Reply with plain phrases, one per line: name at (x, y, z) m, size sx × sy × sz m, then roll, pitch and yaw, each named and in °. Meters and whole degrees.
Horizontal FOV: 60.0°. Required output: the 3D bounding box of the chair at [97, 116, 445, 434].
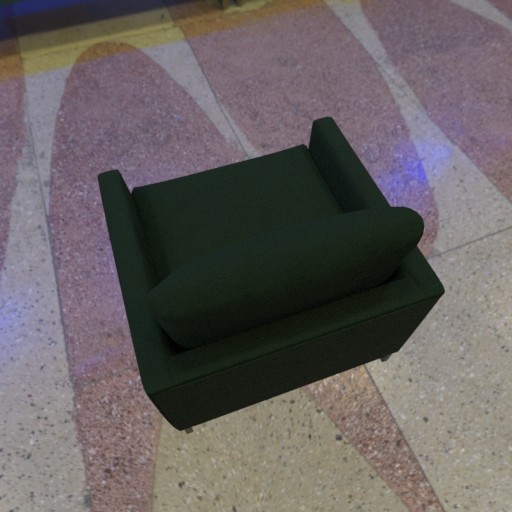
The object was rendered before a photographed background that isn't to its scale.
chair at (0.000, 0.000, 1.638) m, size 0.963 × 0.861 × 0.866 m, roll -17°, pitch 59°, yaw -10°
